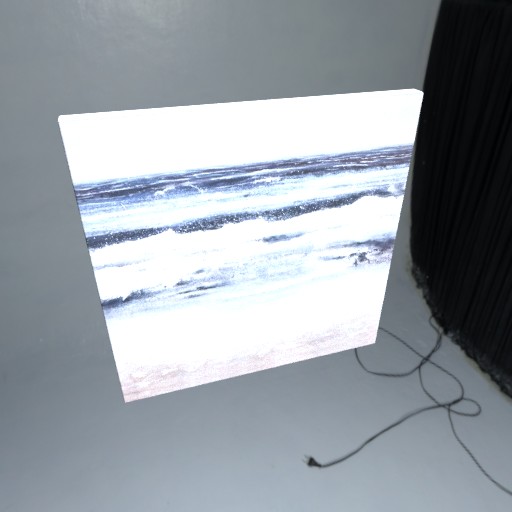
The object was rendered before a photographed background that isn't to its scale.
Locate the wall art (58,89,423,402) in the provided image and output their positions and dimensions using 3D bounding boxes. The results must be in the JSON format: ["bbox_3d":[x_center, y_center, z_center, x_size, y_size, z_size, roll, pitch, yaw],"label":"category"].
[{"bbox_3d":[0.000,0.000,1.103,0.755,0.747,0.065,-10,34,-15],"label":"wall art"}]
